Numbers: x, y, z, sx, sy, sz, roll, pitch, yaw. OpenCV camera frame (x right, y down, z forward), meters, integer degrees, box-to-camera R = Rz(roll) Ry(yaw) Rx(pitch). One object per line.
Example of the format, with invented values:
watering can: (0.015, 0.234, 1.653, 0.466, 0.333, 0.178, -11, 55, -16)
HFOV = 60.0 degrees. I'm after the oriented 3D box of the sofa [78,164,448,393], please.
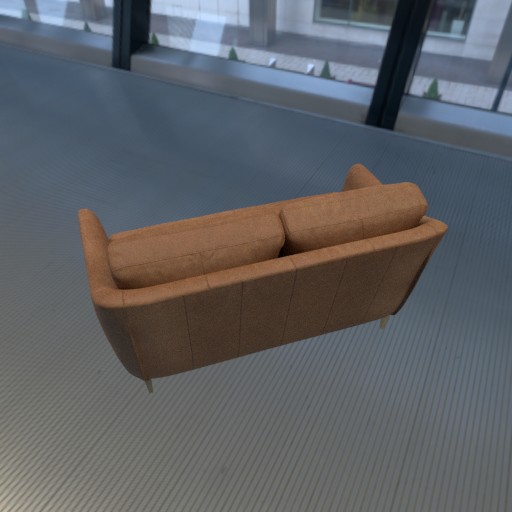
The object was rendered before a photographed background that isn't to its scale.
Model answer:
sofa: (0.000, 0.000, 2.216, 1.619, 0.902, 0.960, -12, 43, -14)
